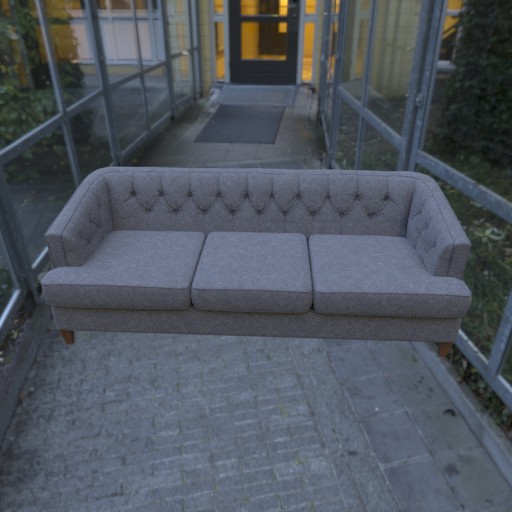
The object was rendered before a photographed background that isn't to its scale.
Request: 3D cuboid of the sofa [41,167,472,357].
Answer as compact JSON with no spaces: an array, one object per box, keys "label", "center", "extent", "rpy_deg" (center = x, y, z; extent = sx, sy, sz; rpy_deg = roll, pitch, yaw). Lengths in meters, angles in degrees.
[{"label":"sofa","center":[0.000,0.000,2.669],"extent":[2.247,0.806,0.917],"rpy_deg":[1,30,2]}]
